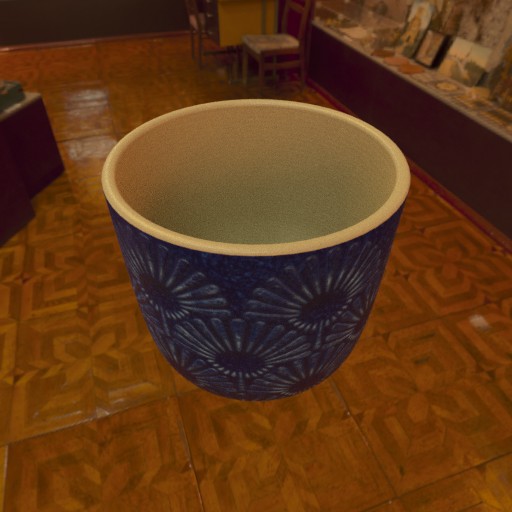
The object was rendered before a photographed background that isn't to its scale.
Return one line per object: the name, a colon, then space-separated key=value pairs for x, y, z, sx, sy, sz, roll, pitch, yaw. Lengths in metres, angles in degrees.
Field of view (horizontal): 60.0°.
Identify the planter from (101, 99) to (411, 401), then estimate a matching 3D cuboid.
planter: x=0.000 y=0.000 z=0.218 sx=0.124 sy=0.109 sz=0.124 roll=0 pitch=41 yaw=0
